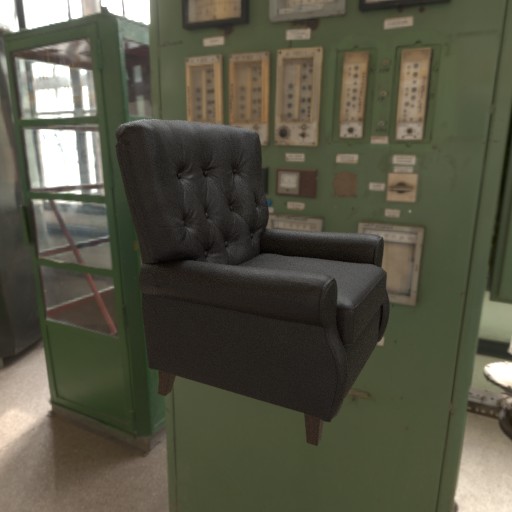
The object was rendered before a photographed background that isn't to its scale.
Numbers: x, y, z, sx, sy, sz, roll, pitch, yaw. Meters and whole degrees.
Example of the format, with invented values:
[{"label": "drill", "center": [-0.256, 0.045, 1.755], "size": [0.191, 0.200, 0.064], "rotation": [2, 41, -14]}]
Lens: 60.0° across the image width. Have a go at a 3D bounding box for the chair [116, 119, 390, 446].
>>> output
[{"label": "chair", "center": [0.000, 0.000, 1.949], "size": [1.058, 1.158, 0.948], "rotation": [8, 16, 27]}]
